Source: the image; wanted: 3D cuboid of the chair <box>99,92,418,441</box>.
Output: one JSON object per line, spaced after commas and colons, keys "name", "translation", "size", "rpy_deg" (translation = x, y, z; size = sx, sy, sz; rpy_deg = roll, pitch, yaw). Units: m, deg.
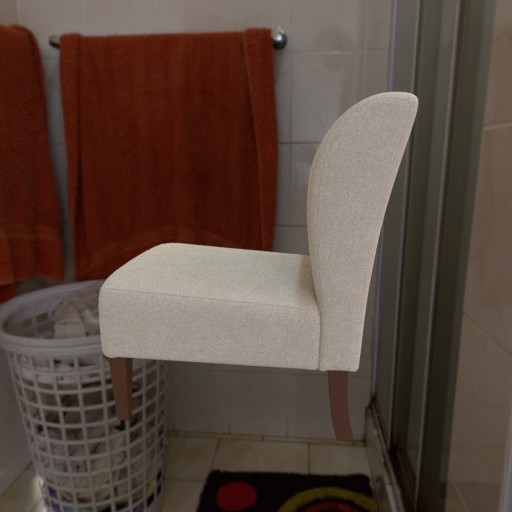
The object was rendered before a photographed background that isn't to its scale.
{"name": "chair", "translation": [0.000, 0.000, 1.288], "size": [0.754, 0.833, 0.521], "rpy_deg": [2, 13, 8]}
